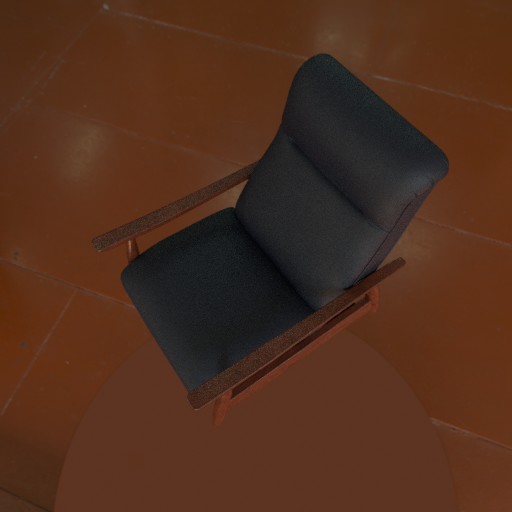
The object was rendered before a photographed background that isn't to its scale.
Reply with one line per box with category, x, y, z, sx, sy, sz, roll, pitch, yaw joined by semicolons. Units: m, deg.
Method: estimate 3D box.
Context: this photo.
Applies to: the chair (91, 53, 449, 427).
chair;0.000;0.000;1.752;1.014;1.082;0.762;-32;67;-16
